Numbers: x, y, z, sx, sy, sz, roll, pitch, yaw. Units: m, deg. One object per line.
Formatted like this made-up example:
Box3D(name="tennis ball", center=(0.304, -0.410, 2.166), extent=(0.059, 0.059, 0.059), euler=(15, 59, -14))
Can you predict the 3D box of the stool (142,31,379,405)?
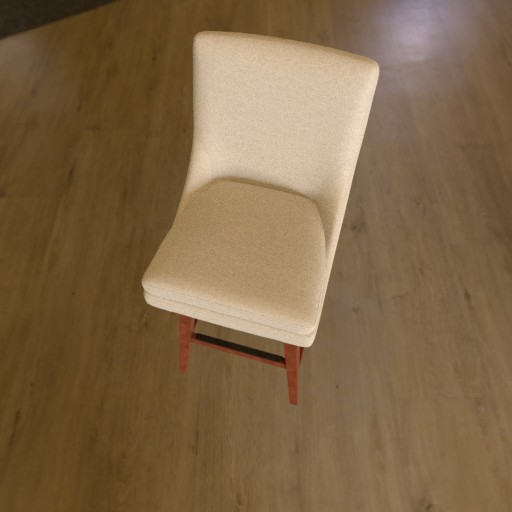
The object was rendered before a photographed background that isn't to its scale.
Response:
Box3D(name="stool", center=(0.000, 0.000, 1.360), extent=(0.470, 1.092, 0.559), euler=(14, 59, 9))
